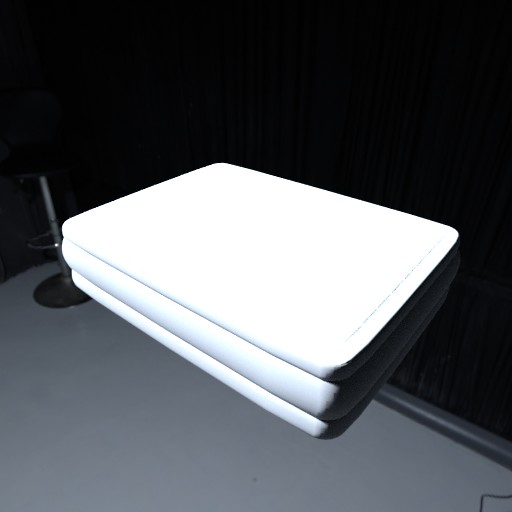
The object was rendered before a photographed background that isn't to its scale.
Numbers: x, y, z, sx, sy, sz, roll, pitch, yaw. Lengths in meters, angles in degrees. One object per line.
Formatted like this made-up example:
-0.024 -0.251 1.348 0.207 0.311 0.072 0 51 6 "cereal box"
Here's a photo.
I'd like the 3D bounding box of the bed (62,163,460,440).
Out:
0.000 0.000 2.696 2.036 0.460 1.520 22 37 33 "bed"
